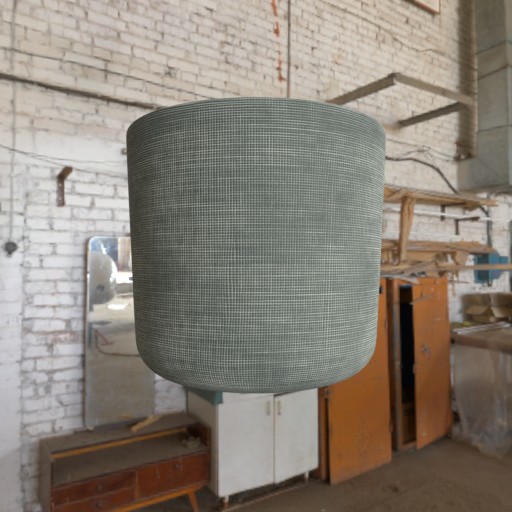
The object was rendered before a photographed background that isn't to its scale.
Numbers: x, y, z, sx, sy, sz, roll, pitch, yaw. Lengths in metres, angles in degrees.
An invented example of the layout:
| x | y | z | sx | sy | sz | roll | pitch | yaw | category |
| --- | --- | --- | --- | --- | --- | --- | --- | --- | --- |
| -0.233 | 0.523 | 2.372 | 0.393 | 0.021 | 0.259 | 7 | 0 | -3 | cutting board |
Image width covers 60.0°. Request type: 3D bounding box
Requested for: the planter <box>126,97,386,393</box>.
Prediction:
| x | y | z | sx | sy | sz | roll | pitch | yaw | category |
| --- | --- | --- | --- | --- | --- | --- | --- | --- | --- |
| 0.000 | 0.000 | 0.779 | 0.440 | 0.398 | 0.440 | 0 | -1 | 0 | planter |
